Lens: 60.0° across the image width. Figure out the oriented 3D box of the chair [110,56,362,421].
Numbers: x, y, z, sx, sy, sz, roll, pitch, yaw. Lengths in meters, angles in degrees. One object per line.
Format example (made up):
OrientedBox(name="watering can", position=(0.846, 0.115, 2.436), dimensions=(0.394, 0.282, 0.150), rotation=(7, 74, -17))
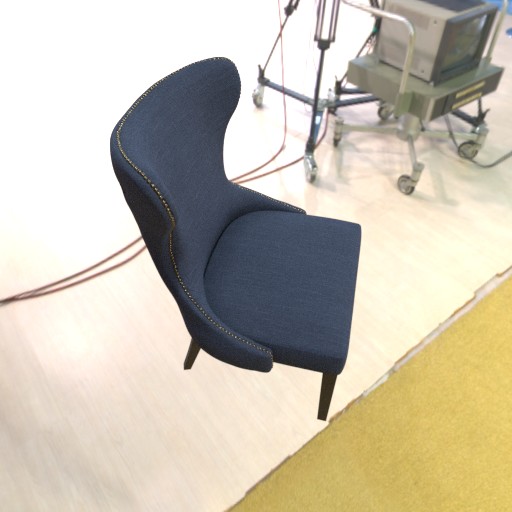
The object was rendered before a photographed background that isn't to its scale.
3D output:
OrientedBox(name="chair", position=(0.000, 0.000, 1.368), dimensions=(0.635, 0.967, 0.628), rotation=(10, 48, 9))
